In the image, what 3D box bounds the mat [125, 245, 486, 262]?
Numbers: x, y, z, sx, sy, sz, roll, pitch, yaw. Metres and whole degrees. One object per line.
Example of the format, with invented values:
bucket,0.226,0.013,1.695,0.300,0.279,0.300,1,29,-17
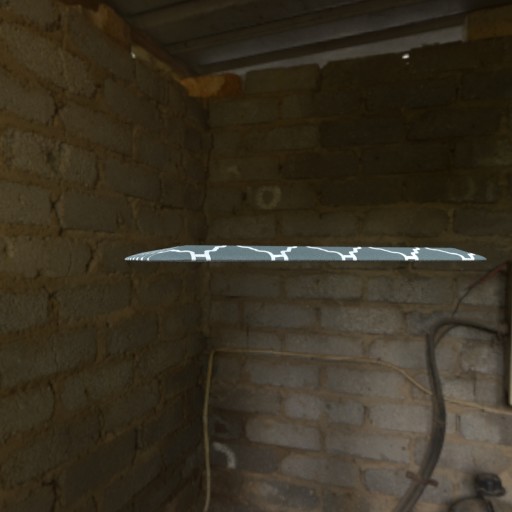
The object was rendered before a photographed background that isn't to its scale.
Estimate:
mat,0.000,0.000,0.943,0.508,0.021,0.762,0,0,-19
